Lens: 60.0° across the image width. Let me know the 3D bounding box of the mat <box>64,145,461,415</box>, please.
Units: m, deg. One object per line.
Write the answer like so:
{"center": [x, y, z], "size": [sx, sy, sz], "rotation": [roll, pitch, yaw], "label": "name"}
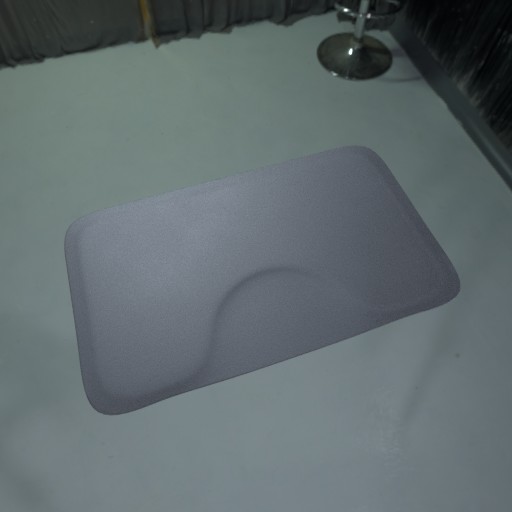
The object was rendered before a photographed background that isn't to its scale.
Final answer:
{"center": [0.000, 0.000, 1.865], "size": [1.524, 0.013, 0.918], "rotation": [-16, 60, -10], "label": "mat"}
